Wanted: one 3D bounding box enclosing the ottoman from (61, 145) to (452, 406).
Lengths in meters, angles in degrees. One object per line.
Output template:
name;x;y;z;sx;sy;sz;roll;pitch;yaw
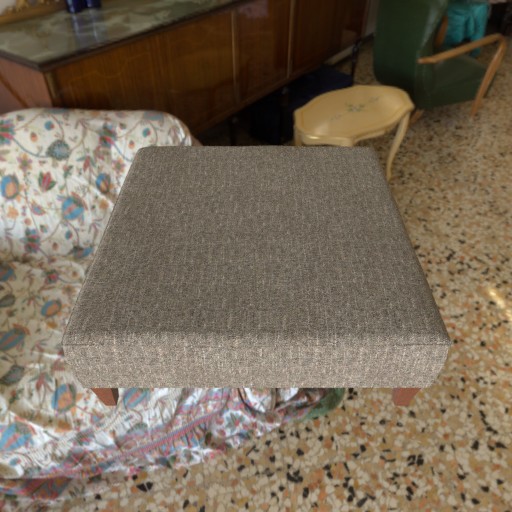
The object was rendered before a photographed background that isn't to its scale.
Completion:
ottoman;0.000;0.000;1.549;0.981;0.379;1.016;0;42;0
